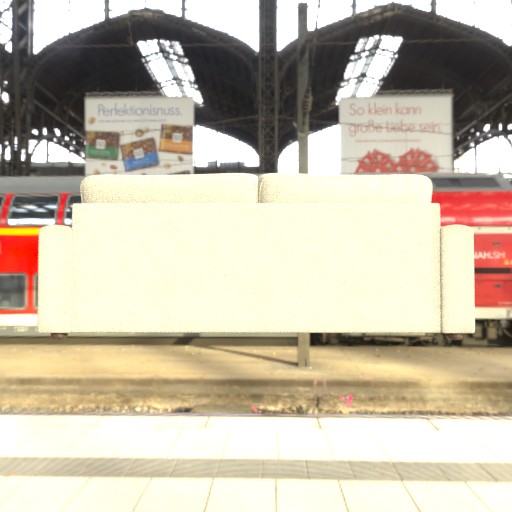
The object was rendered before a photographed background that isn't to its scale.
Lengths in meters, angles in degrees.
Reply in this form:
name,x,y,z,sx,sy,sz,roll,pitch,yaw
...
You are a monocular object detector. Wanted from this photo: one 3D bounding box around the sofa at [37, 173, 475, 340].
name,x,y,z,sx,sy,sz,roll,pitch,yaw
sofa,0.000,0.000,2.708,2.179,0.873,1.016,0,-1,0
